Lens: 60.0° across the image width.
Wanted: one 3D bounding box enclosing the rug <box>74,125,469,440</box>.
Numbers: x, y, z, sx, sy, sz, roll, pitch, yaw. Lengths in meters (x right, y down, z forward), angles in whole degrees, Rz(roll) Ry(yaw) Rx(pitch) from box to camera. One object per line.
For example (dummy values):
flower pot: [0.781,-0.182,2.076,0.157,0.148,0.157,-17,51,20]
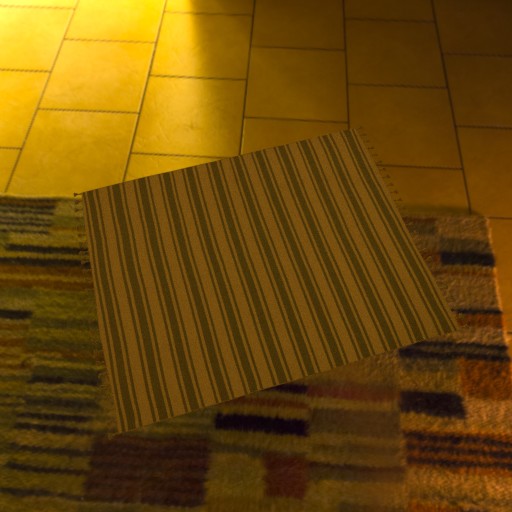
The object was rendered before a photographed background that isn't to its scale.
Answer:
rug: [0.000,0.000,4.197,3.201,0.005,2.439,-15,64,-7]
